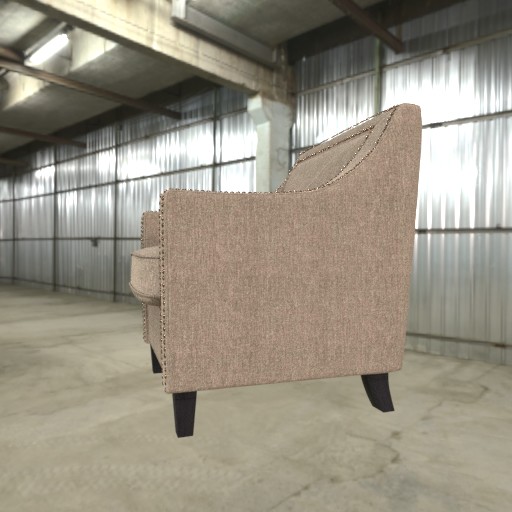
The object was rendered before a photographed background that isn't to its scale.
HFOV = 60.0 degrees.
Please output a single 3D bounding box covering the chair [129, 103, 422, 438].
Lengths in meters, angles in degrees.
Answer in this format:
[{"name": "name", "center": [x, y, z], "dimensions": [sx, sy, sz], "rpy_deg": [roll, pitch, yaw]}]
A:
[{"name": "chair", "center": [0.000, 0.000, 1.619], "dimensions": [0.884, 0.967, 0.776], "rpy_deg": [0, 1, -19]}]
